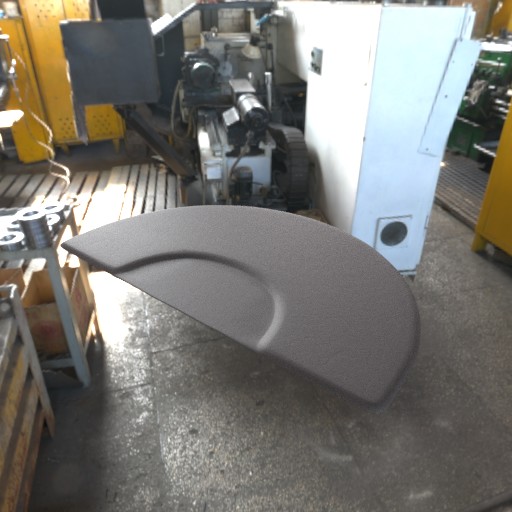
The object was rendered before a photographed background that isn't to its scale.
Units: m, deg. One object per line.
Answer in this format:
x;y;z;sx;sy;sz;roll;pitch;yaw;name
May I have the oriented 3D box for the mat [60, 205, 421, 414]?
0.000;0.000;1.862;1.525;0.022;0.917;21;37;32;mat
